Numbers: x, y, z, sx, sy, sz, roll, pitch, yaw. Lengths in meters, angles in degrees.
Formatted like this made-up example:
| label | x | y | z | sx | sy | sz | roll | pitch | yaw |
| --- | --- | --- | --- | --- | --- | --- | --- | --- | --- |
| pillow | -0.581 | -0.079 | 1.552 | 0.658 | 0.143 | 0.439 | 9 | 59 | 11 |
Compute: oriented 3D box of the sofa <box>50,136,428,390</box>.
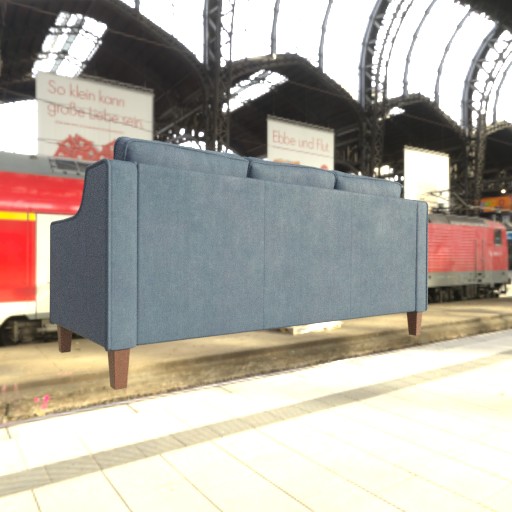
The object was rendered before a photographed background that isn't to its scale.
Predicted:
| label | x | y | z | sx | sy | sz | roll | pitch | yaw |
| --- | --- | --- | --- | --- | --- | --- | --- | --- | --- |
| sofa | 0.000 | 0.000 | 2.506 | 1.986 | 0.974 | 0.911 | 0 | 0 | -37 |
